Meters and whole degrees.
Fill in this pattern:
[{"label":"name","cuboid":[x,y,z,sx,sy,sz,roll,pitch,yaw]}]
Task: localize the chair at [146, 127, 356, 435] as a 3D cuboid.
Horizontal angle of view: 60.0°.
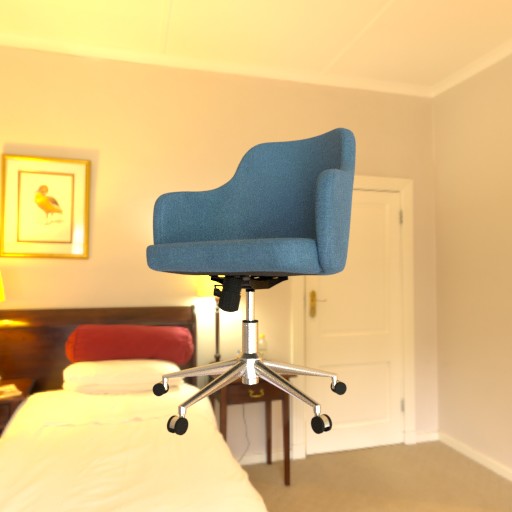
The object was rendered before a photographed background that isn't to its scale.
[{"label":"chair","cuboid":[0.000,0.000,1.268,0.599,0.820,0.655,-1,-2,36]}]
